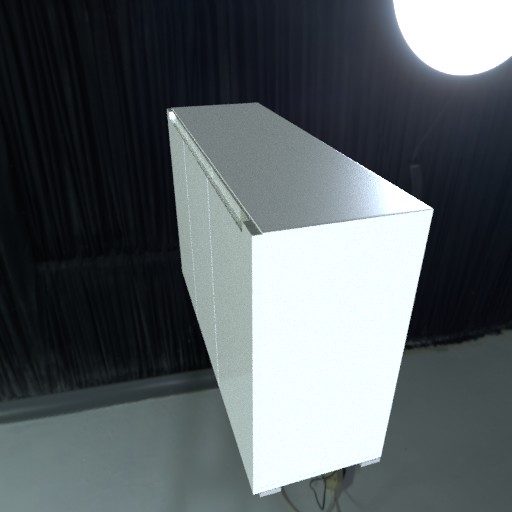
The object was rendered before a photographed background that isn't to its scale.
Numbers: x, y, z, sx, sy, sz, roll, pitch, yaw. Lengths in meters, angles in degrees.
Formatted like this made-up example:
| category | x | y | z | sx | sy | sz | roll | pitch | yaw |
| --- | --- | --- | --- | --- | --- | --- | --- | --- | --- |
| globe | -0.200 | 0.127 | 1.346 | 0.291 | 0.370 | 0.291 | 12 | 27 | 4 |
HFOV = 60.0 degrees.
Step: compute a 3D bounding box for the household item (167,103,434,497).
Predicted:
| category | x | y | z | sx | sy | sz | roll | pitch | yaw |
| --- | --- | --- | --- | --- | --- | --- | --- | --- | --- |
| household item | 0.000 | 0.000 | 1.680 | 0.420 | 0.867 | 1.300 | -9 | 31 | -15 |
